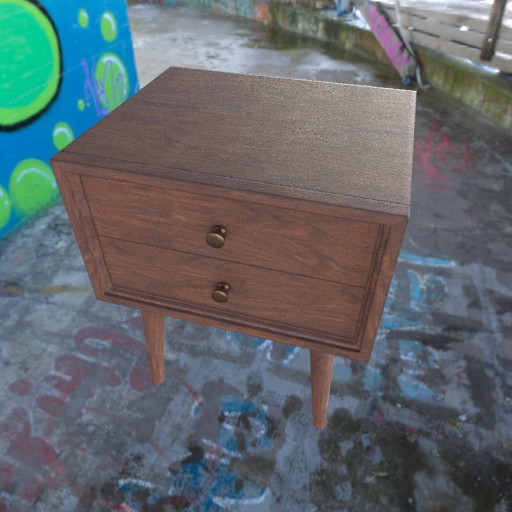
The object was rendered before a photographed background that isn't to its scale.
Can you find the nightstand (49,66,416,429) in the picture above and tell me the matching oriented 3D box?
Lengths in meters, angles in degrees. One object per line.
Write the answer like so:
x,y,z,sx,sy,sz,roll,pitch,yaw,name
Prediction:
0.000,0.000,0.956,0.521,0.607,0.445,11,42,12,nightstand
